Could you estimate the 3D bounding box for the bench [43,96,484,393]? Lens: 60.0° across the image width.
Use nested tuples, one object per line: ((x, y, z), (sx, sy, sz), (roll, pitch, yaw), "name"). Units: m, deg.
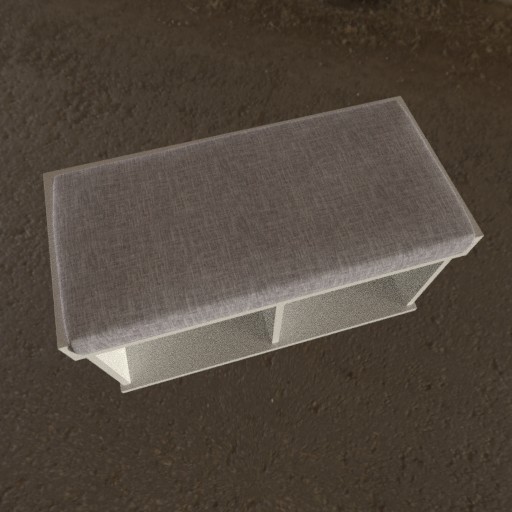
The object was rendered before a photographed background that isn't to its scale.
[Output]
((0.000, 0.000, 0.985), (0.734, 0.461, 0.362), (-14, 64, -7), "bench")
